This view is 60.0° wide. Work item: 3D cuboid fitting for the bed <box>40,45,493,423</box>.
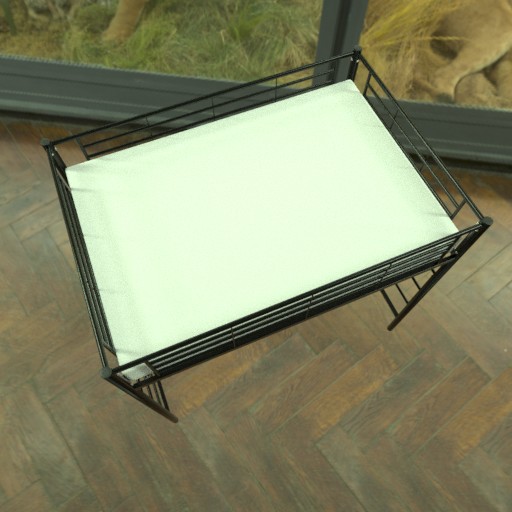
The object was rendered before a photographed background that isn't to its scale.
[{"bbox_3d":[0.000,0.000,3.116,1.994,1.803,1.397,-20,65,-10],"label":"bed"}]
